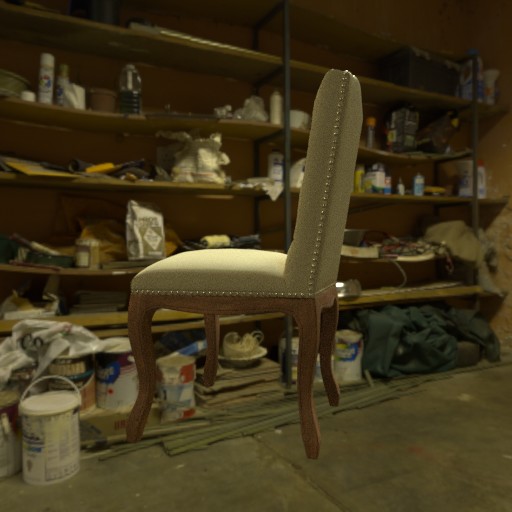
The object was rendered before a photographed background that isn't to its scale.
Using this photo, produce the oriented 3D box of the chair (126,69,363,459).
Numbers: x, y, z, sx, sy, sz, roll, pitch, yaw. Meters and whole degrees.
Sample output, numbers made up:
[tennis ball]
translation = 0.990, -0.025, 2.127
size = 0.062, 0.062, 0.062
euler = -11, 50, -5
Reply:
[chair]
translation = 0.000, 0.000, 1.575
size = 0.715, 1.165, 0.623
euler = 0, 1, 18
